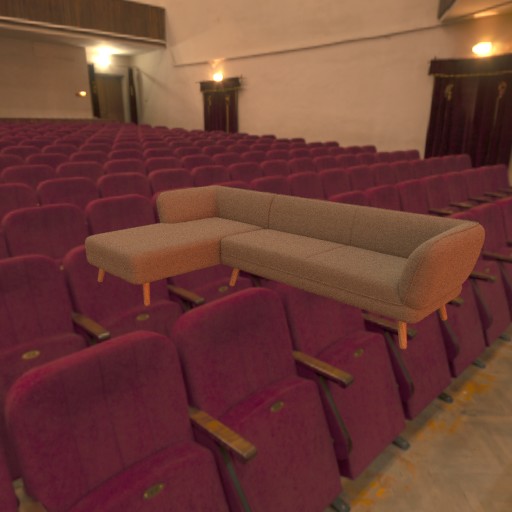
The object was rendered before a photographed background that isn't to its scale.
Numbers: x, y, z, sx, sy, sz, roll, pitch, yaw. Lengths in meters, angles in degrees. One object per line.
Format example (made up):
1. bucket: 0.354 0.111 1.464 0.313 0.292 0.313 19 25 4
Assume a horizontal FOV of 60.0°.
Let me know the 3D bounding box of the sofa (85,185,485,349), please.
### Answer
1. sofa: 0.000 0.000 3.282 1.532 0.693 2.653 -16 22 -43
